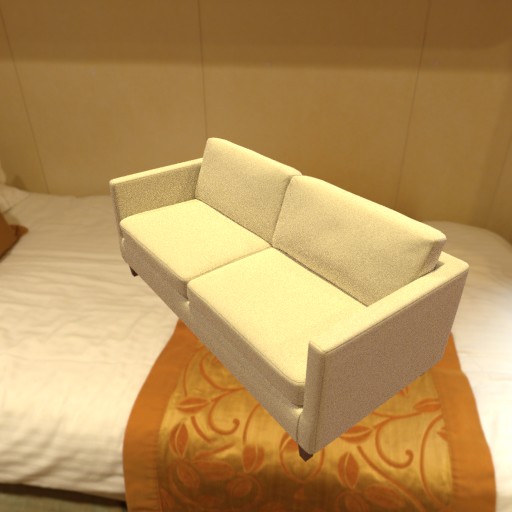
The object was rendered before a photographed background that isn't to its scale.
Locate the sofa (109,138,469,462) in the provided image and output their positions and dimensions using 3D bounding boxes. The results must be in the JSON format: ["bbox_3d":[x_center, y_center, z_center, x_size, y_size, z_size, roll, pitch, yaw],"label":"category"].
[{"bbox_3d":[0.000,0.000,2.543,0.965,0.889,1.981,-22,38,-31],"label":"sofa"}]
